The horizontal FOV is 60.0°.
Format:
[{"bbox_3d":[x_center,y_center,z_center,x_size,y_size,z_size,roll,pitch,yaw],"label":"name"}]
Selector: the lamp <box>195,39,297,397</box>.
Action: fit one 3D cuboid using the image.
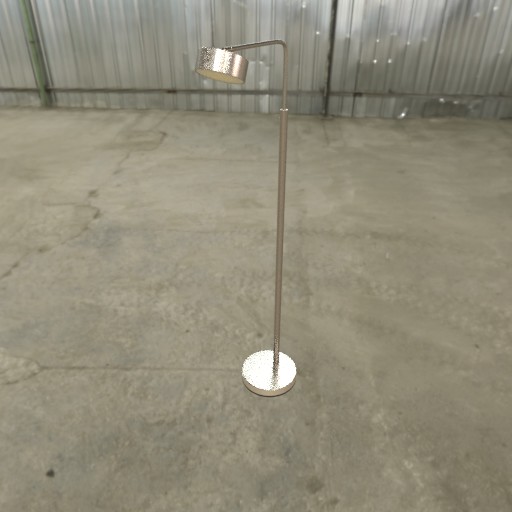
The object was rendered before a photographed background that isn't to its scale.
[{"bbox_3d":[0.000,0.000,1.422,0.222,1.250,0.421,18,35,27],"label":"lamp"}]
